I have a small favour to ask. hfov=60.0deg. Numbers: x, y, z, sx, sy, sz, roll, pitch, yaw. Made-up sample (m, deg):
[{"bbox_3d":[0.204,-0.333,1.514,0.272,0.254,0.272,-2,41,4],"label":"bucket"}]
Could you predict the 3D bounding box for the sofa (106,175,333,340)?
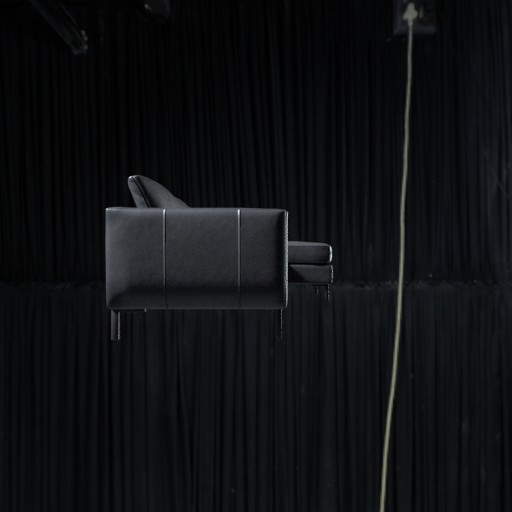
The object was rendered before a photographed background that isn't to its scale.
[{"bbox_3d":[0.000,0.000,3.642,1.471,0.859,2.993,0,0,0],"label":"sofa"}]
